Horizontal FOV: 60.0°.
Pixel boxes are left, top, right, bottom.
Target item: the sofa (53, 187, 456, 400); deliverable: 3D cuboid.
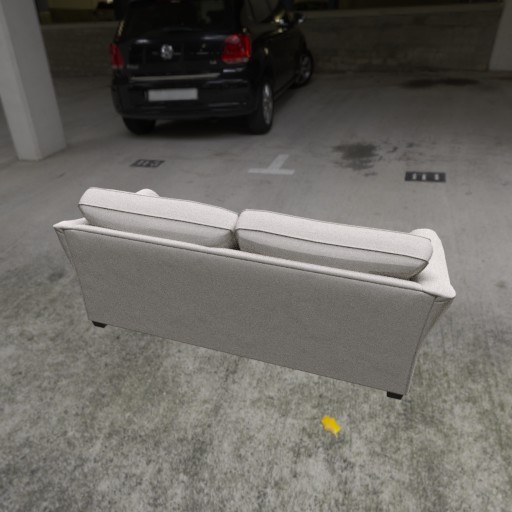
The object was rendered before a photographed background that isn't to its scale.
[{"bbox_3d":[0.000,0.000,2.866,2.270,0.965,0.980,10,34,15],"label":"sofa"}]
